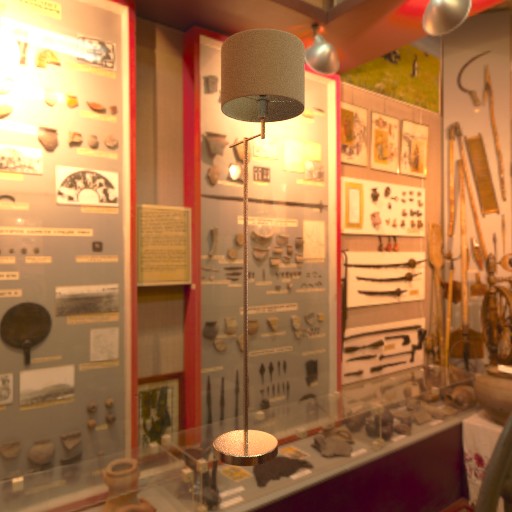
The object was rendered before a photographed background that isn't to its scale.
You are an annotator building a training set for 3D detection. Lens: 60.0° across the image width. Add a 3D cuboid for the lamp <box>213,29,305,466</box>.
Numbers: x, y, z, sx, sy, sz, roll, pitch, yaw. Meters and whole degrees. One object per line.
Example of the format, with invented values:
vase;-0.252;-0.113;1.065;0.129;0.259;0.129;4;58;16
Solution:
lamp;0.000;0.000;1.755;0.324;1.600;0.416;0;0;-35
